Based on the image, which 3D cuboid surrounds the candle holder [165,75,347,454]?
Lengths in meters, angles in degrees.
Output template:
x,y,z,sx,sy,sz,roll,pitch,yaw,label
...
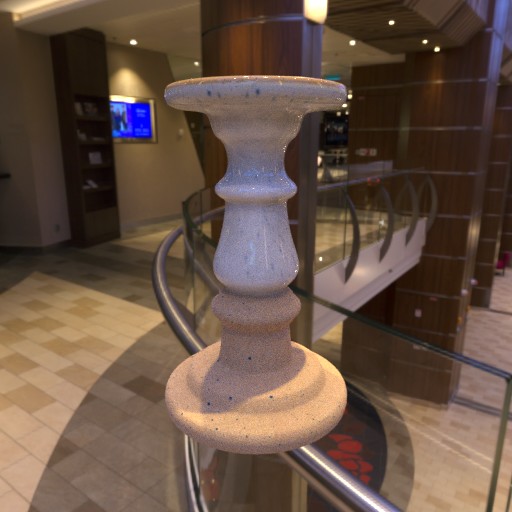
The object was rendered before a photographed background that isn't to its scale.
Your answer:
x,y,z,sx,sy,sz,roll,pitch,yaw,label
0.000,0.000,0.282,0.123,0.202,0.123,0,15,0,candle holder
